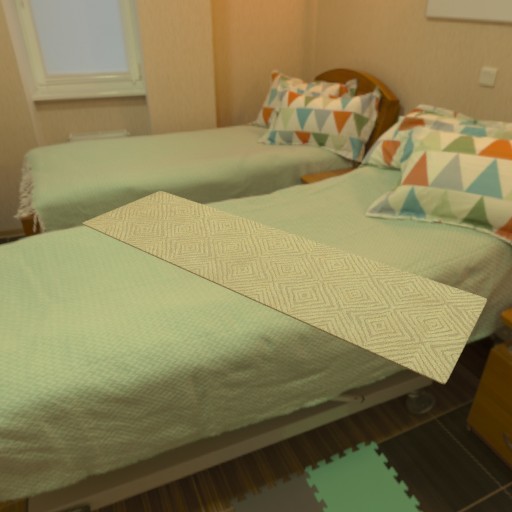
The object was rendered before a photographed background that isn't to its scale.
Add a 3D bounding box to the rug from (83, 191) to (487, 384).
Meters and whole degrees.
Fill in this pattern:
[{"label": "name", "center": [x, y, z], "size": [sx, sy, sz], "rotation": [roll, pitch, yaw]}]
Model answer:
[{"label": "rug", "center": [0.000, 0.000, 2.484], "size": [2.277, 0.008, 0.676], "rotation": [21, 36, 31]}]
